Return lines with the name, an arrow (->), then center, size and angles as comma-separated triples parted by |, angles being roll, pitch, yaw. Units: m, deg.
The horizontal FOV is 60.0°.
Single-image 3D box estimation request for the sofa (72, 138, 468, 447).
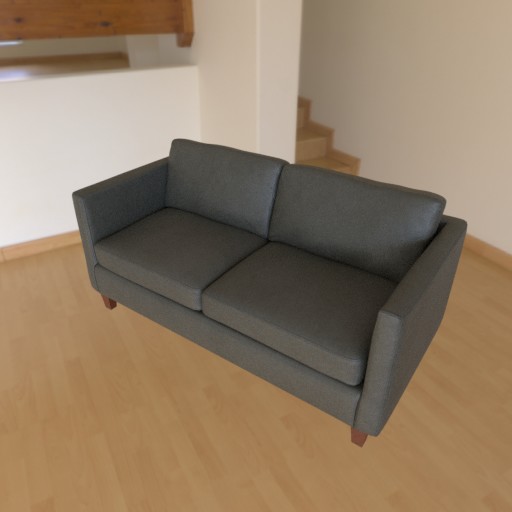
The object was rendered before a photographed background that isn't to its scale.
sofa -> 0.000, 0.000, 2.420 | 1.883, 0.933, 0.951 | 20, 36, 30
